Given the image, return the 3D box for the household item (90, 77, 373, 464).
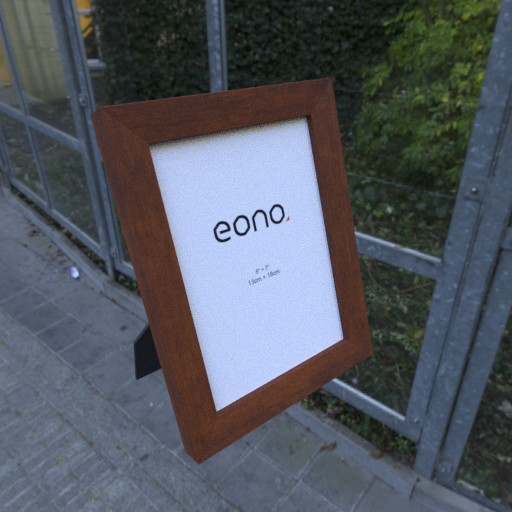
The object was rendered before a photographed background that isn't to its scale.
[{"bbox_3d":[0.000,0.000,0.295,0.160,0.204,0.096,-21,36,-32],"label":"household item"}]
